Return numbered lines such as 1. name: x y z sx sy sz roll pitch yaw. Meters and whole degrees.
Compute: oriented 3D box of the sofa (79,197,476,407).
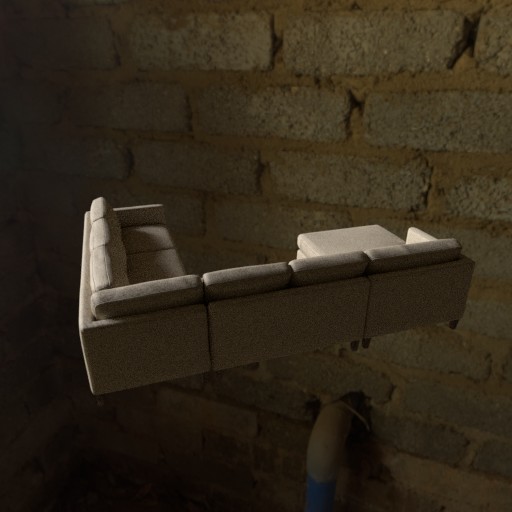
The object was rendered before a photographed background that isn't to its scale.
1. sofa: 0.000 0.000 4.762 3.460 0.959 2.593 -8 27 -16
